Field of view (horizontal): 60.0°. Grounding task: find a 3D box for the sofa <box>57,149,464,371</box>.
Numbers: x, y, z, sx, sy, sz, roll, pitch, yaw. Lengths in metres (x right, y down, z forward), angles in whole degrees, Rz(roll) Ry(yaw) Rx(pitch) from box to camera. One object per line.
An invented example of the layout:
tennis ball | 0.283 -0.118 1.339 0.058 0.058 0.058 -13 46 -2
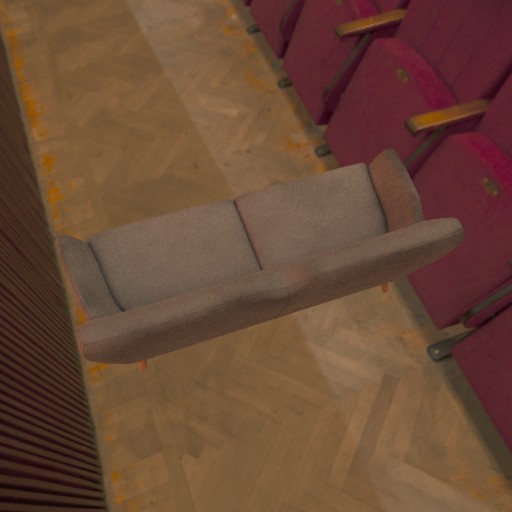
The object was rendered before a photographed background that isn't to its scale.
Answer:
sofa | 0.000 0.000 2.319 1.870 0.810 0.850 -16 60 -10
